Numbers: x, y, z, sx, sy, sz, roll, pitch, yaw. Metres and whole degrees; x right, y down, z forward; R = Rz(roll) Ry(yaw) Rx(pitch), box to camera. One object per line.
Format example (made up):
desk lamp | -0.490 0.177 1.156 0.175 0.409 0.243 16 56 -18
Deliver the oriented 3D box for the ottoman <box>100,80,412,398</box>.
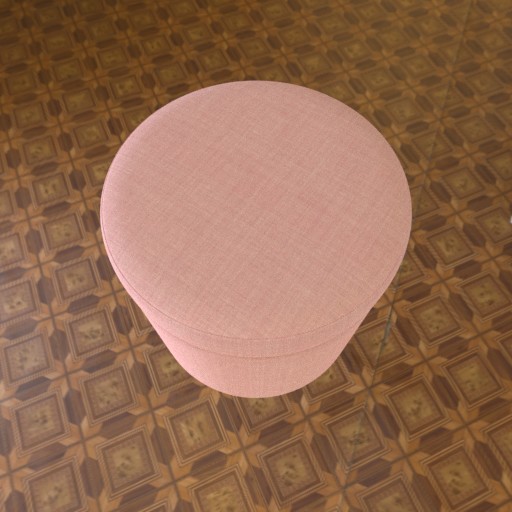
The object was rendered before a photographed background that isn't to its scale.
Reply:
ottoman | 0.000 0.000 0.732 0.400 0.406 0.400 0 64 0
